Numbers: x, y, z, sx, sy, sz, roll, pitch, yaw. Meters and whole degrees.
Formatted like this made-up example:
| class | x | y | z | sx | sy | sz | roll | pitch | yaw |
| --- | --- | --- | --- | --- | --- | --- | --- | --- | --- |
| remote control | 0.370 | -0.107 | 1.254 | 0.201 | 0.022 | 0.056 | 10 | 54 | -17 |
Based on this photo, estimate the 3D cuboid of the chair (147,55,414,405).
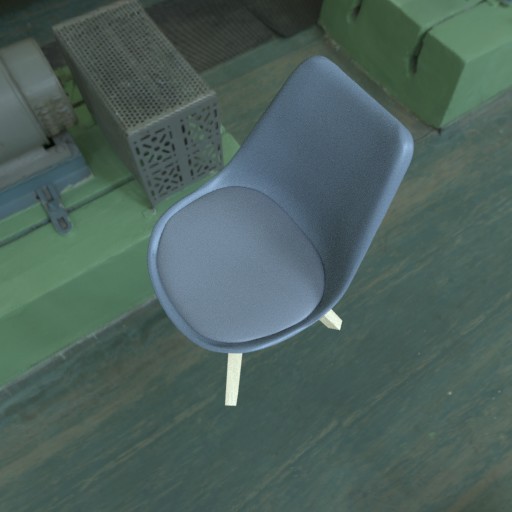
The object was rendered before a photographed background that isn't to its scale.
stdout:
| class | x | y | z | sx | sy | sz | roll | pitch | yaw |
| --- | --- | --- | --- | --- | --- | --- | --- | --- | --- |
| chair | 0.000 | 0.000 | 1.174 | 0.550 | 0.850 | 0.485 | -32 | 68 | -15 |
